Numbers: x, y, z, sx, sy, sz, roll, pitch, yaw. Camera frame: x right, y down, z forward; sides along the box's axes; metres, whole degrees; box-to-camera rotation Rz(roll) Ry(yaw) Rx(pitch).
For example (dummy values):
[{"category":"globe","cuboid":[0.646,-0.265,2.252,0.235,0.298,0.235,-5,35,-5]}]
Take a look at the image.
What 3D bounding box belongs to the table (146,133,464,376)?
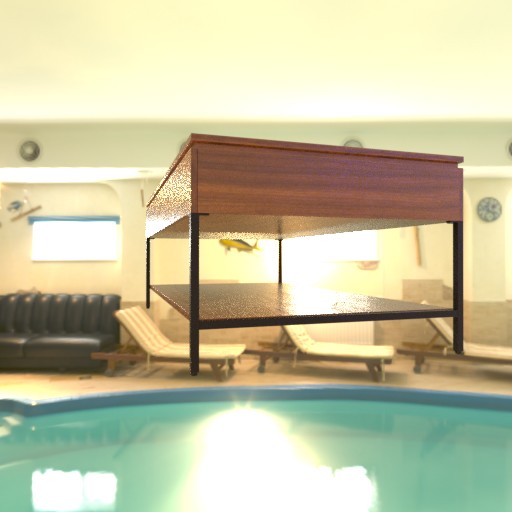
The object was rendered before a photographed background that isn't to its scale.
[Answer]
[{"category":"table","cuboid":[0.000,0.000,1.343,0.574,0.414,1.057,0,0,-18]}]
